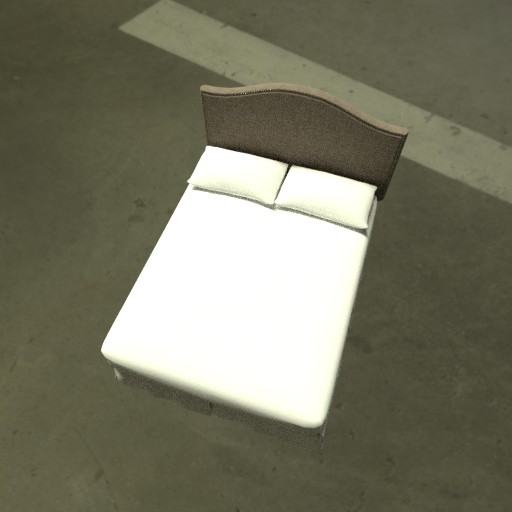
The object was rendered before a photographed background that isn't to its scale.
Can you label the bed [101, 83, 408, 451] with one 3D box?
[{"bbox_3d":[0.000,0.000,3.340,1.713,1.518,2.153,16,59,10],"label":"bed"}]
